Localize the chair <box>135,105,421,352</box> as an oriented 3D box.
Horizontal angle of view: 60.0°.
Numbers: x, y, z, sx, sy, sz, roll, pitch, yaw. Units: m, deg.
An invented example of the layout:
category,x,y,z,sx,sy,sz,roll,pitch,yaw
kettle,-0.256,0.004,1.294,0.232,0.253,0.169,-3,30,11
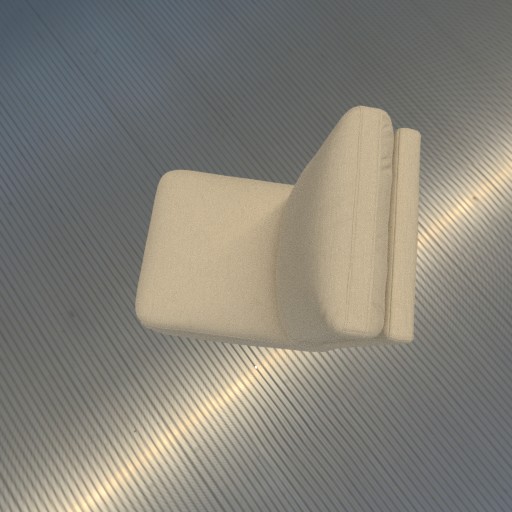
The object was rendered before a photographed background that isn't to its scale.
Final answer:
category,x,y,z,sx,sy,sz,roll,pitch,yaw
chair,0.000,0.000,1.324,0.698,0.927,0.503,7,76,2
